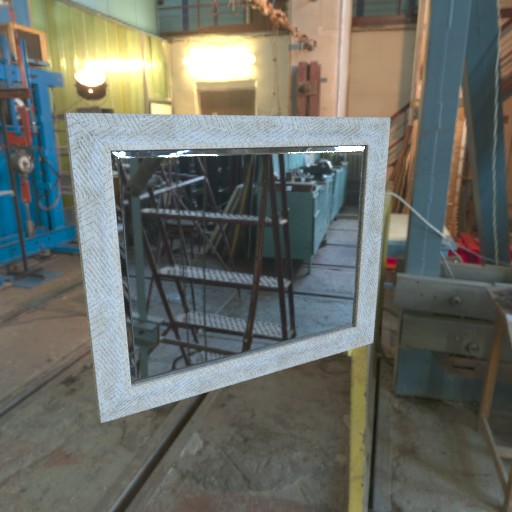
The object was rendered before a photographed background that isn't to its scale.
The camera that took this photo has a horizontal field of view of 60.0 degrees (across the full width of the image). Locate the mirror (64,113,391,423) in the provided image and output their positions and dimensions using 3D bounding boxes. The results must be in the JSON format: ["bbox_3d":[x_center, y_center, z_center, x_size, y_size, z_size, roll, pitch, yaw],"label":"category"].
[{"bbox_3d":[0.000,0.000,1.139,0.839,0.689,0.028,-8,18,-28],"label":"mirror"}]
